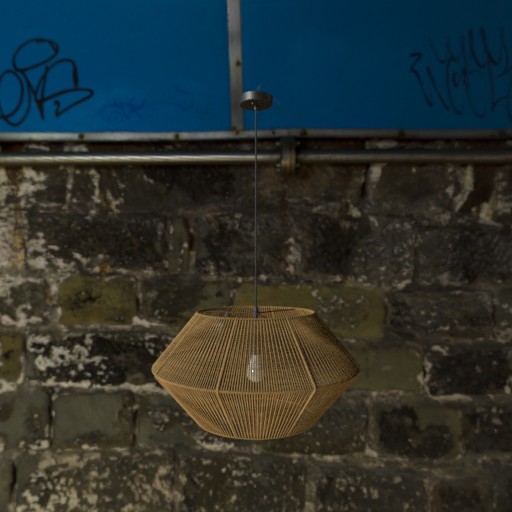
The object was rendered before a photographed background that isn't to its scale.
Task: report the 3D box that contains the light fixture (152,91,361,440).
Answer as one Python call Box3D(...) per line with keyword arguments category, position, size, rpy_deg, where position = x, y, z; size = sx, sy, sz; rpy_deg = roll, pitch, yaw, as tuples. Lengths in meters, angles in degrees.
Box3D(category="light fixture", position=(0.000, 0.000, 1.400), size=(0.643, 1.009, 0.643), rpy_deg=(0, -1, 0))
